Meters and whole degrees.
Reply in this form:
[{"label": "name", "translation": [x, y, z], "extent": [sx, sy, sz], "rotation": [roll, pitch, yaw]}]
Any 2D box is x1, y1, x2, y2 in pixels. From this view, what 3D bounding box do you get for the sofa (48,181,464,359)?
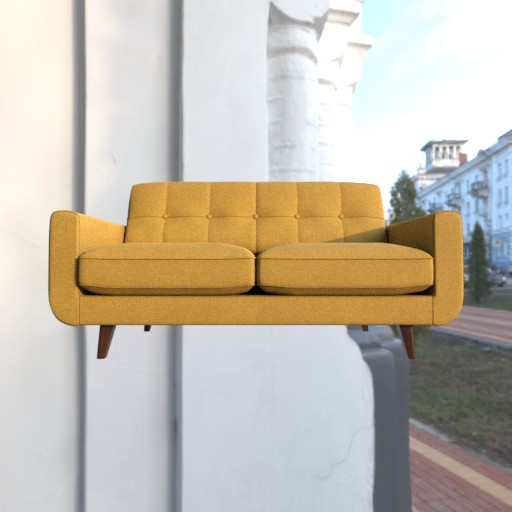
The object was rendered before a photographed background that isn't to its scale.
[{"label": "sofa", "translation": [0.000, 0.000, 2.158], "extent": [1.631, 0.841, 0.909], "rotation": [0, -1, 0]}]
